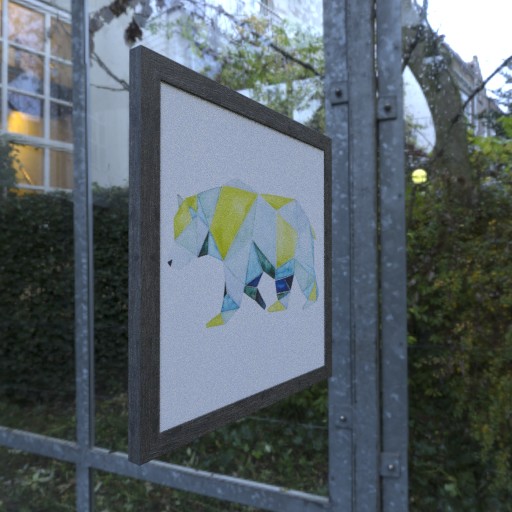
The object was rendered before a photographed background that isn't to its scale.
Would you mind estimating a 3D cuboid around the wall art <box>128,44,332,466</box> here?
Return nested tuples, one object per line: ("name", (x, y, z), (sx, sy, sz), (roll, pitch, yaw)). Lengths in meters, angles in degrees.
("wall art", (0.000, 0.000, 0.677), (0.027, 0.459, 0.462), (0, -1, 36))
